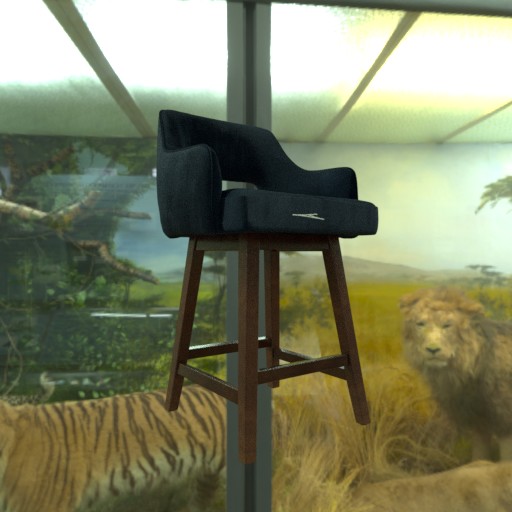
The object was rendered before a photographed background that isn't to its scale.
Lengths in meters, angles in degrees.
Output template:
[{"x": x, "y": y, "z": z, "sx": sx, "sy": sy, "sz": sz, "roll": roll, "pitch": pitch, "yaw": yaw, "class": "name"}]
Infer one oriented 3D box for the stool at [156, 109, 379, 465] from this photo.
[{"x": 0.000, "y": 0.000, "z": 1.320, "sx": 0.550, "sy": 0.940, "sz": 0.560, "roll": 0, "pitch": 1, "yaw": -35, "class": "stool"}]
